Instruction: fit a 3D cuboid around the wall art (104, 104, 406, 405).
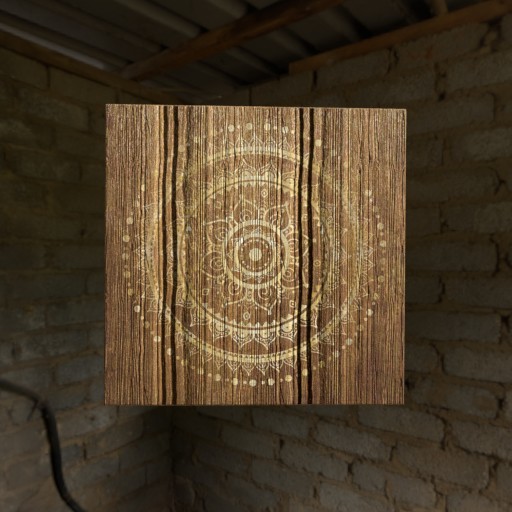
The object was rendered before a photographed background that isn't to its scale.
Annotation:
[{"bbox_3d":[0.000,0.000,0.913,0.611,0.608,0.042,0,0,-2],"label":"wall art"}]
